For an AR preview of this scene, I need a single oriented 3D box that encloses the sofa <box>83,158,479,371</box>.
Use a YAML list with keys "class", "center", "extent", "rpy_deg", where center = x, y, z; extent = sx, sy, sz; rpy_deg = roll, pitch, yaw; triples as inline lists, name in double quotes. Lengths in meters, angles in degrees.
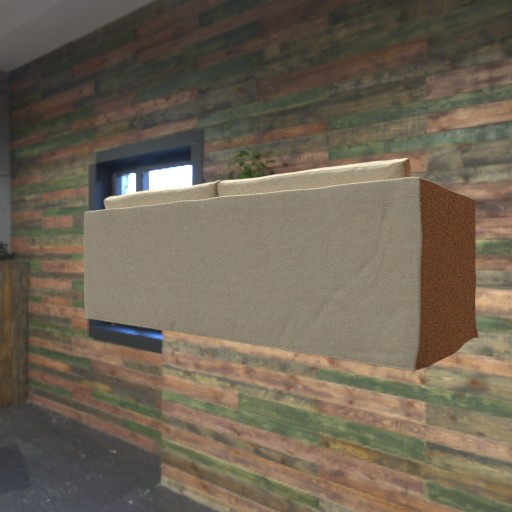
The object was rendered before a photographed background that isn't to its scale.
- class: "sofa"
  center: [0.000, 0.000, 2.701]
  extent: [2.312, 0.853, 0.962]
  rpy_deg: [0, 0, 38]
